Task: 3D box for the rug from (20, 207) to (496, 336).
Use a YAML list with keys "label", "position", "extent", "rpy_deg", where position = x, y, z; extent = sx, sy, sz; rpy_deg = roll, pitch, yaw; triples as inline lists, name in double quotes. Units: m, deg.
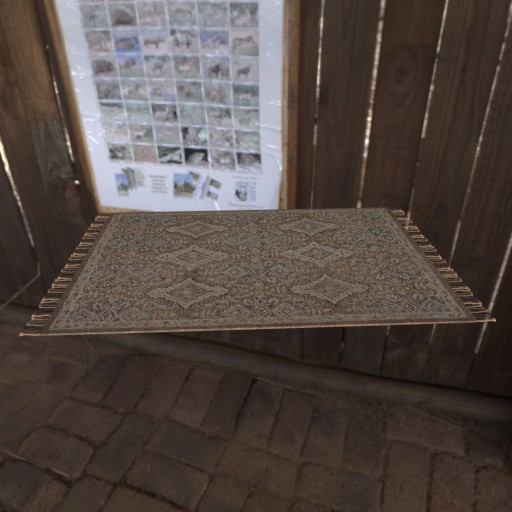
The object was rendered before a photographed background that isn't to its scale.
- label: "rug"
  position: [0.000, 0.000, 2.919]
  extent: [2.434, 0.010, 1.516]
  rpy_deg: [-1, 29, -2]
